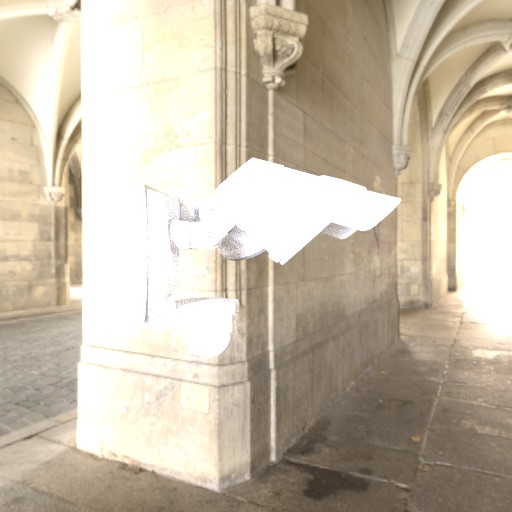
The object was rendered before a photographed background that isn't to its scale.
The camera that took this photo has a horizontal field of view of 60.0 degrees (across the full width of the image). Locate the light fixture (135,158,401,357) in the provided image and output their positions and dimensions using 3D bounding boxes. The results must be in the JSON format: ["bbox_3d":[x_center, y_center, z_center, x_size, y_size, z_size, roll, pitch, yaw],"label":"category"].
[{"bbox_3d":[0.000,0.000,0.542,0.278,0.237,0.369,0,1,-18],"label":"light fixture"}]
